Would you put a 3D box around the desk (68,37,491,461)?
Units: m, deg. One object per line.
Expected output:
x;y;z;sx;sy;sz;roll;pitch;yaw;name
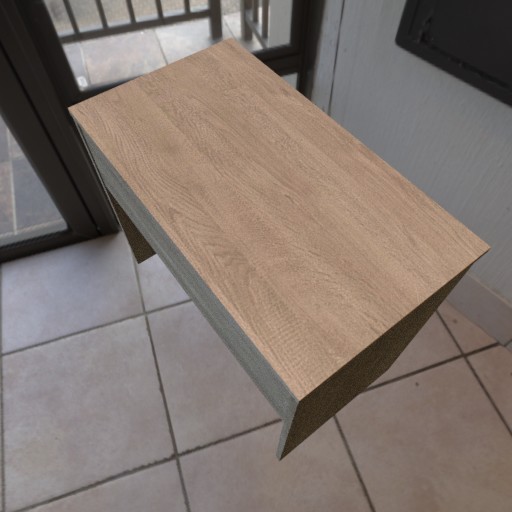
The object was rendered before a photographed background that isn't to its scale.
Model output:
0.000;0.000;1.297;0.498;0.724;0.893;-33;63;-19;desk
